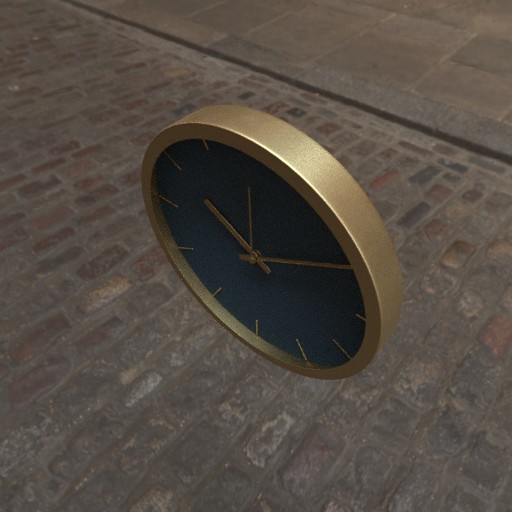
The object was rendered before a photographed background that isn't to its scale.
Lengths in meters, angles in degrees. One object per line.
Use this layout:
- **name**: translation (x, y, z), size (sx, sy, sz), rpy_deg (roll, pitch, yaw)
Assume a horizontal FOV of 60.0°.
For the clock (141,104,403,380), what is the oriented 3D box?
- **clock**: translation (0.000, 0.000, 0.472), size (0.314, 0.314, 0.040), rpy_deg (31, 54, 26)
